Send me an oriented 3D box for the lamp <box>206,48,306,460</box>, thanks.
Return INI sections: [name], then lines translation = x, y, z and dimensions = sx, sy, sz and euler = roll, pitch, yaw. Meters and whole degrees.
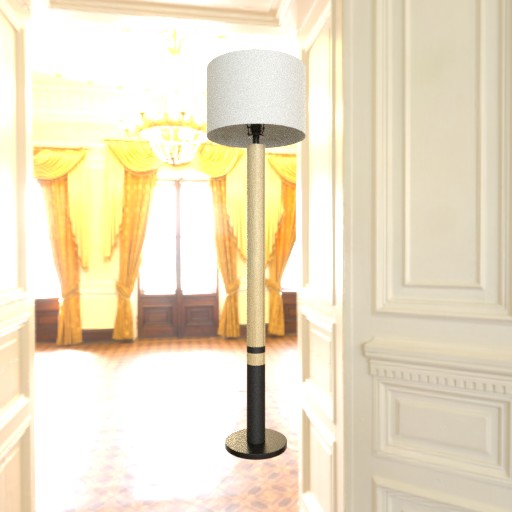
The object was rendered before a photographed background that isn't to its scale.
[lamp]
translation = 0.000, 0.000, 1.720
dimensions = 0.381, 1.478, 0.381
euler = 1, 1, 35
